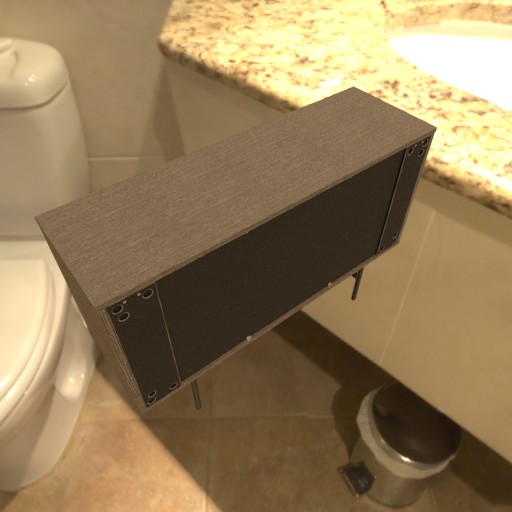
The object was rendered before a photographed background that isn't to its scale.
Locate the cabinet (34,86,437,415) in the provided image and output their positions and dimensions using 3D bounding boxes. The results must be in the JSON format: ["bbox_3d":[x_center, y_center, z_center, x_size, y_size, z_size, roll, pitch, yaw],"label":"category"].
[{"bbox_3d":[0.000,0.000,1.594,1.194,0.787,0.405,-30,53,-25],"label":"cabinet"}]
